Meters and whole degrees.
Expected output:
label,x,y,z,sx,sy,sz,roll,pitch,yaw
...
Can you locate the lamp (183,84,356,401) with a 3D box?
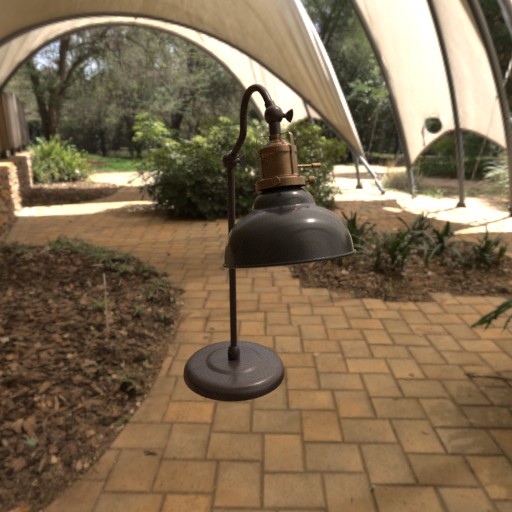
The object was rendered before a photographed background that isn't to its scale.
label,x,y,z,sx,sy,sz,roll,pitch,yaw
lamp,0.000,0.000,0.698,0.192,0.508,0.374,-8,18,-26
